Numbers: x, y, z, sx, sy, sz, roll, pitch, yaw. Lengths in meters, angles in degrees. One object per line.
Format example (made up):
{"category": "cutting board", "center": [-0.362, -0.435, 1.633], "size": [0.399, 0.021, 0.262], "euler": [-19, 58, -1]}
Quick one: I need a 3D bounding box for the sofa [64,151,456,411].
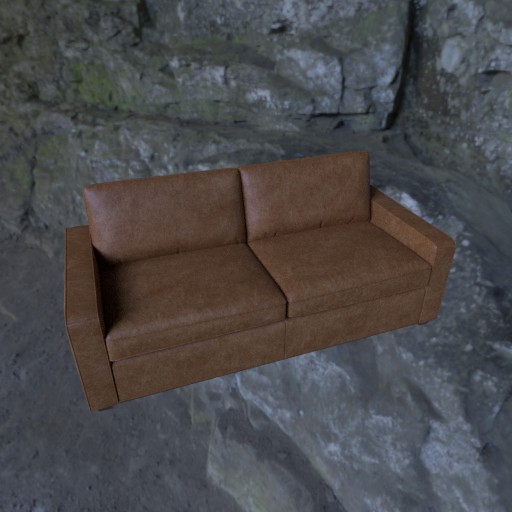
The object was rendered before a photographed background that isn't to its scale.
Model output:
{"category": "sofa", "center": [0.000, 0.000, 2.661], "size": [2.156, 0.928, 0.991], "euler": [-11, 33, -17]}
